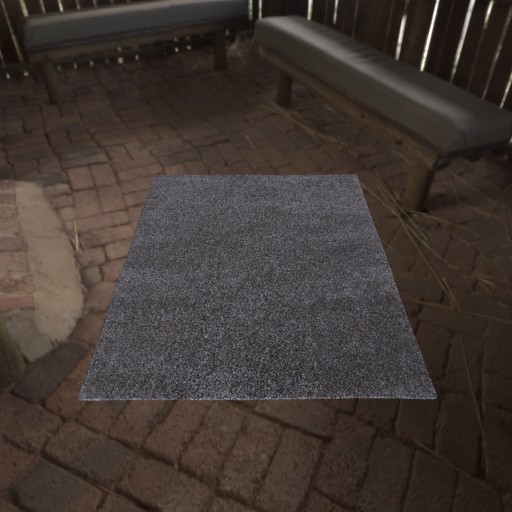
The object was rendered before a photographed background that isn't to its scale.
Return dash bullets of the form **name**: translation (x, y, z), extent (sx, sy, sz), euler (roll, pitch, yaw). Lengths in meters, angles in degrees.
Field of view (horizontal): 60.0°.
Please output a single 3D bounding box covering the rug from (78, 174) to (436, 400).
- **rug**: translation (0.000, 0.000, 4.111), extent (2.401, 0.025, 3.000), euler (0, 40, 0)
